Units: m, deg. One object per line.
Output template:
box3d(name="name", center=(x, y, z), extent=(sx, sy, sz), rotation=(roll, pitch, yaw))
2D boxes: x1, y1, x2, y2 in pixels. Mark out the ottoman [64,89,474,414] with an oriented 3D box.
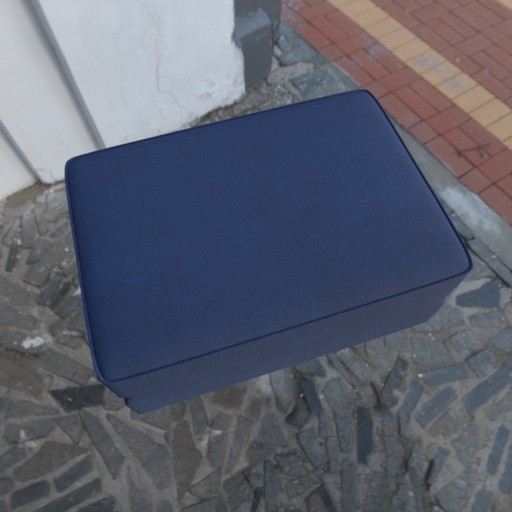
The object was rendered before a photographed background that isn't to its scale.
box3d(name="ottoman", center=(0.000, 0.000, 1.402), extent=(0.965, 0.584, 0.686), rotation=(-16, 64, -8))
